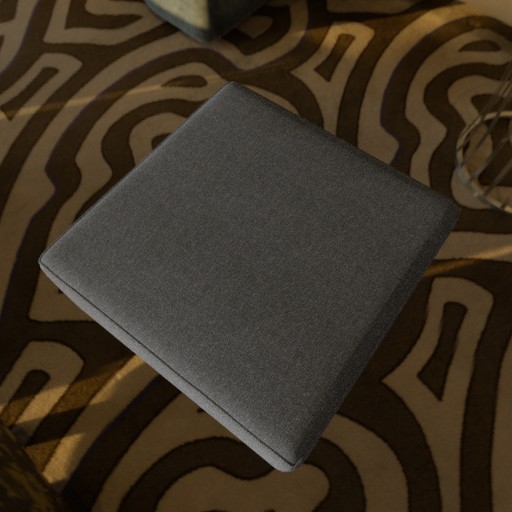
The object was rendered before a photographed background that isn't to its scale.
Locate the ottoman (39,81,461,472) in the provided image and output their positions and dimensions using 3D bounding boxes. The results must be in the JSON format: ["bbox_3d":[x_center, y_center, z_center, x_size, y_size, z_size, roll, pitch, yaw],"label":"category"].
[{"bbox_3d":[0.000,0.000,1.552,1.000,0.439,1.000,34,68,15],"label":"ottoman"}]
